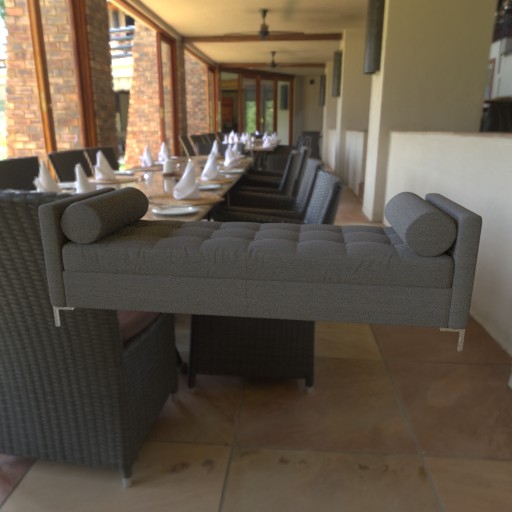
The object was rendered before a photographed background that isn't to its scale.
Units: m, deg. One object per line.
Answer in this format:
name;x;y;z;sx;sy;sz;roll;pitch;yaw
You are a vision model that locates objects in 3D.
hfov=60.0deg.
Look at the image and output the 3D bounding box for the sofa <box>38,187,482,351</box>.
sofa;0.000;0.000;2.350;1.981;0.635;0.686;2;16;7
